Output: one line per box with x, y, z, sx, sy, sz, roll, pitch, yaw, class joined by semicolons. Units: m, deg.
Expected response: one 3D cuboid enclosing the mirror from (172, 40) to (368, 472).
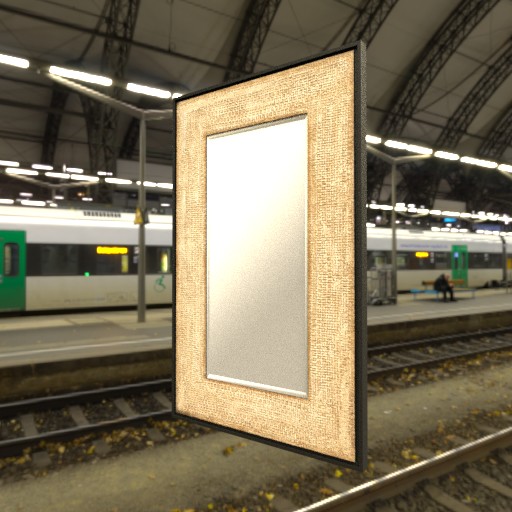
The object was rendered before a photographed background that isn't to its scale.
0.000;0.000;1.487;0.762;1.219;0.038;-1;-1;36;mirror
